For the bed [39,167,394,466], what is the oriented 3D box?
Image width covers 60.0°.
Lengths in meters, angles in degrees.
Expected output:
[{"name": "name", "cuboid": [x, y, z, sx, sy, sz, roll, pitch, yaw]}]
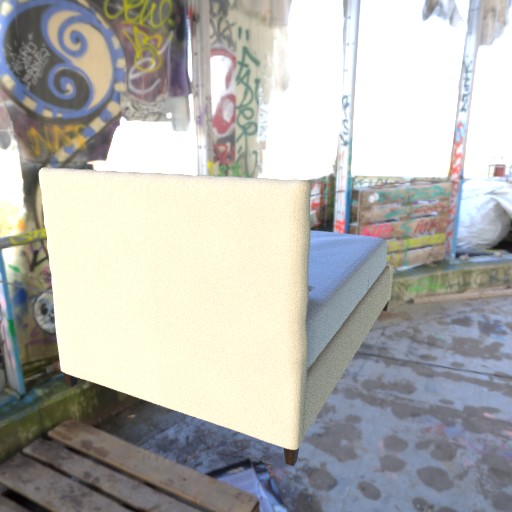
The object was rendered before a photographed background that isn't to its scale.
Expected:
[{"name": "bed", "cuboid": [0.000, 0.000, 3.404, 1.698, 1.427, 2.387, 8, 17, 26]}]
